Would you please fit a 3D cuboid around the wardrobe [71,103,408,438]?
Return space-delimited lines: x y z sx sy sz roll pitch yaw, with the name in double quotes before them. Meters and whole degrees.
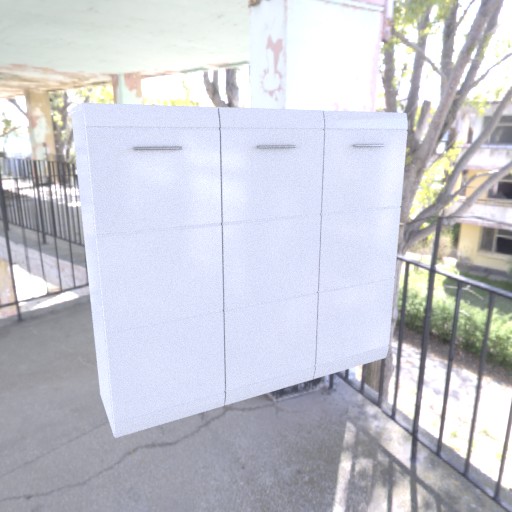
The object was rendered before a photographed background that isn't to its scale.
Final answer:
"wardrobe" 0.000 0.000 1.922 1.340 1.200 0.360 -8 17 -27
